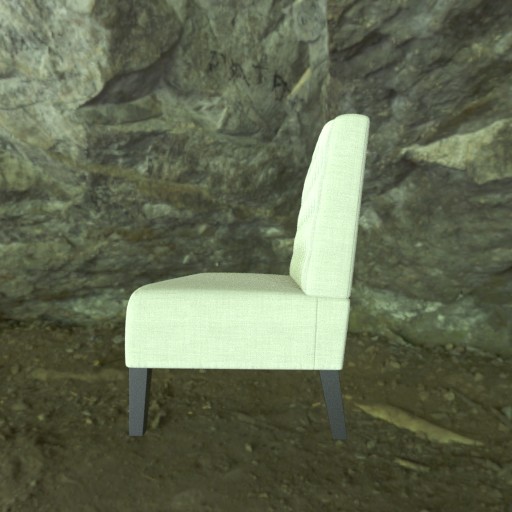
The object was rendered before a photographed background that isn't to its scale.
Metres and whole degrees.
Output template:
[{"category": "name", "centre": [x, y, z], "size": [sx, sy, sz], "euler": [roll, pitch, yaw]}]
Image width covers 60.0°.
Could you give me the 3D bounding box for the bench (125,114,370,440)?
[{"category": "bench", "centre": [0.000, 0.000, 2.078], "size": [0.815, 1.180, 1.335], "euler": [0, 0, 2]}]
